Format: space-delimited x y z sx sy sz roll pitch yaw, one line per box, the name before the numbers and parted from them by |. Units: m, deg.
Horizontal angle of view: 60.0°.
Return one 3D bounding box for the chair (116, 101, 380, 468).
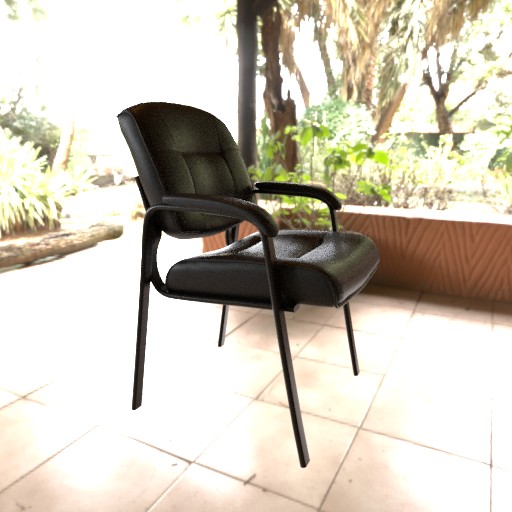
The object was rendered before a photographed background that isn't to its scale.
chair | 0.000 0.000 1.346 0.668 0.910 0.591 7 15 26
